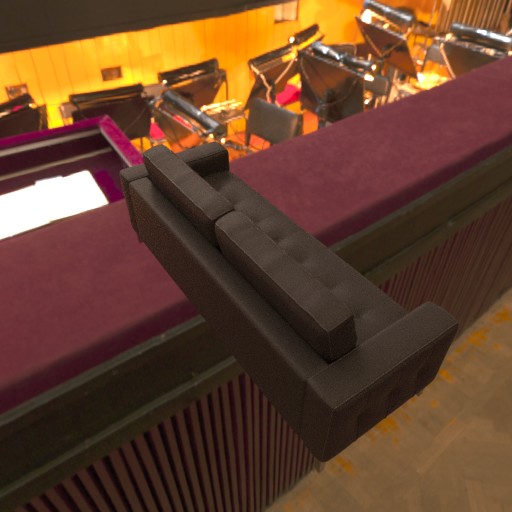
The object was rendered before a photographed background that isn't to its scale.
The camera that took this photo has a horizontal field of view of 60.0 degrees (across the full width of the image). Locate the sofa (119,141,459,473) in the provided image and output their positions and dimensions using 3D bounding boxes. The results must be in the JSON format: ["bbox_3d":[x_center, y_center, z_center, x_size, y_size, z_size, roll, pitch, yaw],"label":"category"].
[{"bbox_3d":[0.000,0.000,2.732,0.833,0.893,2.275,-25,47,-25],"label":"sofa"}]
